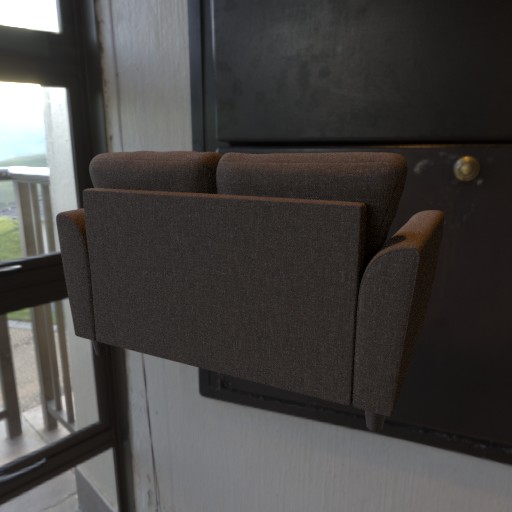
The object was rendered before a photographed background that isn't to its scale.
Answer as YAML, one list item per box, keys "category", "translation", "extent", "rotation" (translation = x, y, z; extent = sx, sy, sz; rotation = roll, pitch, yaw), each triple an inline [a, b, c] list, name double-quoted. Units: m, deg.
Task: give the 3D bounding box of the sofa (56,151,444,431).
- category: "sofa"
  translation: [0.000, 0.000, 1.913]
  extent: [1.423, 0.885, 0.851]
  rotation: [7, 15, 26]
